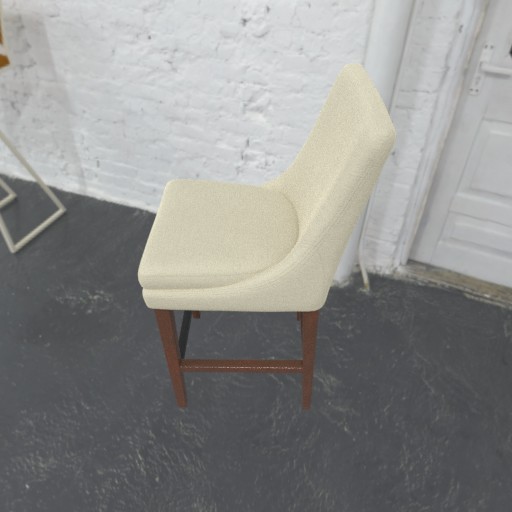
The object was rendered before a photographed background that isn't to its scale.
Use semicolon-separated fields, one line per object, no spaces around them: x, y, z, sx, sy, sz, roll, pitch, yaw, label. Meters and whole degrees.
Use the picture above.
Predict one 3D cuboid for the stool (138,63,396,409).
0.000;0.000;1.310;0.577;0.981;0.470;1;41;1;stool
